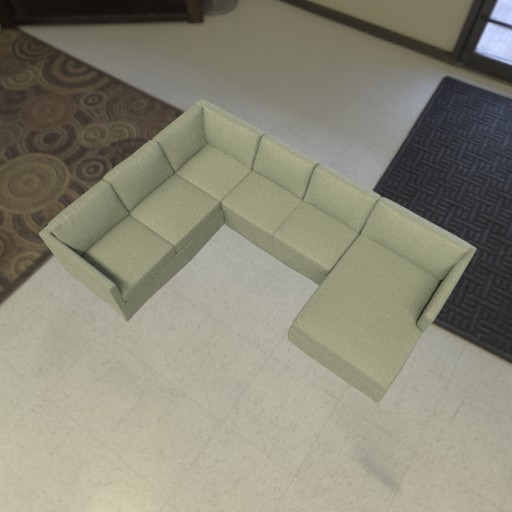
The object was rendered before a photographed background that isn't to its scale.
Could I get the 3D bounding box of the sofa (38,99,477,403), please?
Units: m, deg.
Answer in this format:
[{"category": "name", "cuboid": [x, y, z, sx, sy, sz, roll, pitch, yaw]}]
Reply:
[{"category": "sofa", "cuboid": [0.000, 0.000, 4.426, 3.460, 0.882, 2.427, 33, 64, 18]}]
